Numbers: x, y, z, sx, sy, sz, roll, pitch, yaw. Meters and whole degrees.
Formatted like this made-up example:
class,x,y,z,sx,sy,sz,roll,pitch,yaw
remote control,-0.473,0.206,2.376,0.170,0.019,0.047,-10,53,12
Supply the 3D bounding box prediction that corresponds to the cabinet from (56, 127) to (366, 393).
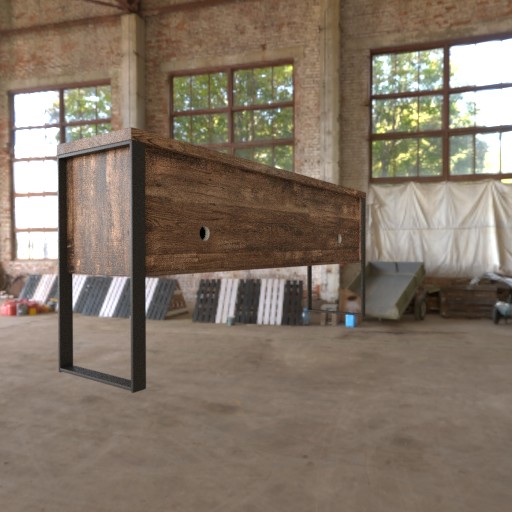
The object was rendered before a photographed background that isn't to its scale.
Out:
class,x,y,z,sx,sy,sz,roll,pitch,yaw
cabinet,0.000,0.000,2.117,0.395,0.762,1.800,1,1,35
